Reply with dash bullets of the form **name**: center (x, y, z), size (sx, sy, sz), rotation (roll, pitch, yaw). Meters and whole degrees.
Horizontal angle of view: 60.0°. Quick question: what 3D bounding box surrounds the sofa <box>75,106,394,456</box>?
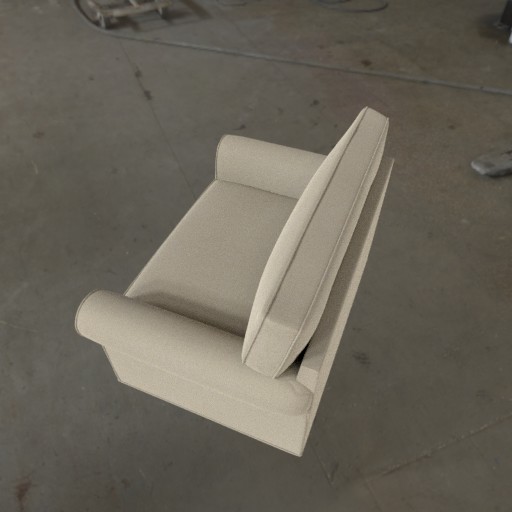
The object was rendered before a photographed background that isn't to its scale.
- **sofa**: center (0.000, 0.000, 2.068), size (0.937, 1.006, 1.405), rotation (17, 49, 15)
